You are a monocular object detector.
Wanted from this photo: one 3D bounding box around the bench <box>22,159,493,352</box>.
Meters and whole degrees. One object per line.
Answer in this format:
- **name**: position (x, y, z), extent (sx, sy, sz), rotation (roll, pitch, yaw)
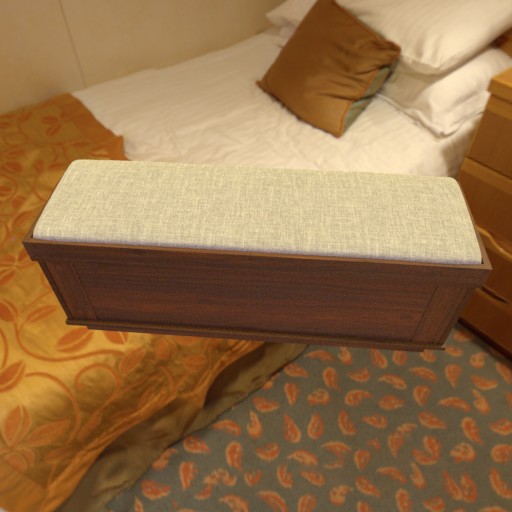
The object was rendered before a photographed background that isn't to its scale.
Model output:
- **bench**: position (0.000, 0.000, 1.391), extent (1.196, 0.468, 0.367), rotation (3, 47, 3)
